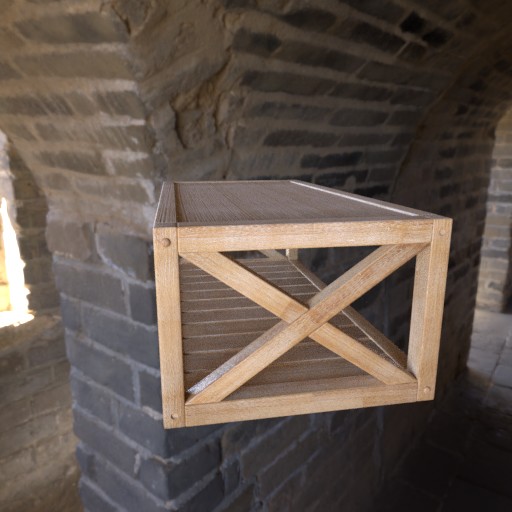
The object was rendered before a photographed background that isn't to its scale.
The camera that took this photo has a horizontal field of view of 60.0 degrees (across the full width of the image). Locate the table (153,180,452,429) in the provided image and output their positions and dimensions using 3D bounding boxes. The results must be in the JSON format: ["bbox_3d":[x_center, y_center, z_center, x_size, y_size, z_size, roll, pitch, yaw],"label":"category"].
[{"bbox_3d":[0.000,0.000,1.616,0.660,0.457,1.321,-2,14,-10],"label":"table"}]
